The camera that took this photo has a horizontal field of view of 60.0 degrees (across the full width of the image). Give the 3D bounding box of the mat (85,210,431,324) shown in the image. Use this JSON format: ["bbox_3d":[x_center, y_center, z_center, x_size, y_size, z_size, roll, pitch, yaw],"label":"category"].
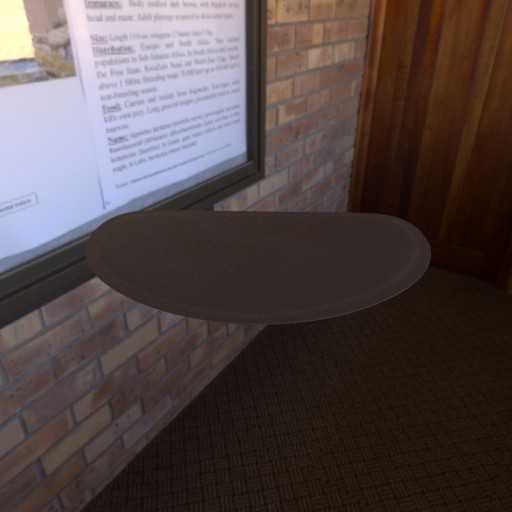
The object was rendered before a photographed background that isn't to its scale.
[{"bbox_3d":[0.000,0.000,1.865,1.524,0.013,0.913,1,30,2],"label":"mat"}]
